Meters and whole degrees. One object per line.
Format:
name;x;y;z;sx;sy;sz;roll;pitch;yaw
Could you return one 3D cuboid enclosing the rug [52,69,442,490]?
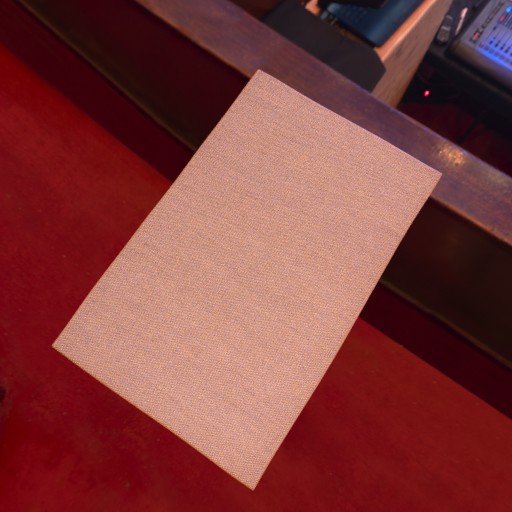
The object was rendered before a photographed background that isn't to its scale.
rug;0.000;0.000;2.052;1.078;0.013;1.678;32;79;7
